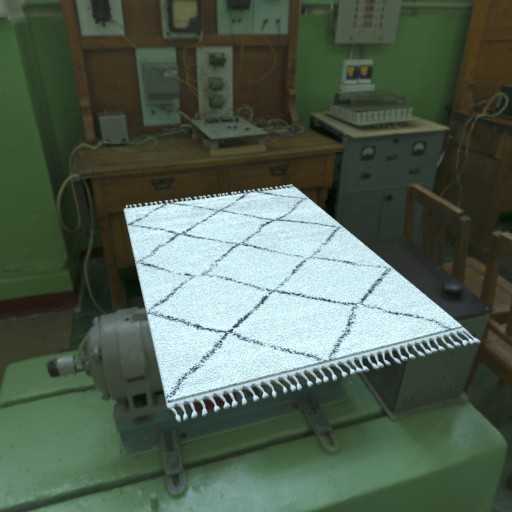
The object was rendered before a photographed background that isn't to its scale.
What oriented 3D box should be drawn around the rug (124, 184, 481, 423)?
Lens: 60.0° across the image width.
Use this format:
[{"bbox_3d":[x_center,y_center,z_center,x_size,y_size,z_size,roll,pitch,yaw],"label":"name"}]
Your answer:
[{"bbox_3d":[0.000,0.000,2.867,1.494,0.031,2.307,-10,31,-17],"label":"rug"}]
